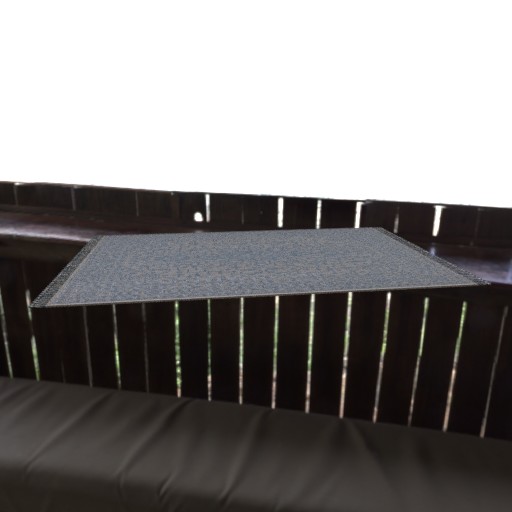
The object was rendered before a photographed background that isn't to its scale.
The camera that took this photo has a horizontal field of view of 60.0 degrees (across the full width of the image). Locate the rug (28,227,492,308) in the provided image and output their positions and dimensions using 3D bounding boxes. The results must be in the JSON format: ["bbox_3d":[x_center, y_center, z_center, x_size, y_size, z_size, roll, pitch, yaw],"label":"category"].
[{"bbox_3d":[0.000,0.000,3.028,2.438,0.010,1.524,-2,16,-8],"label":"rug"}]
